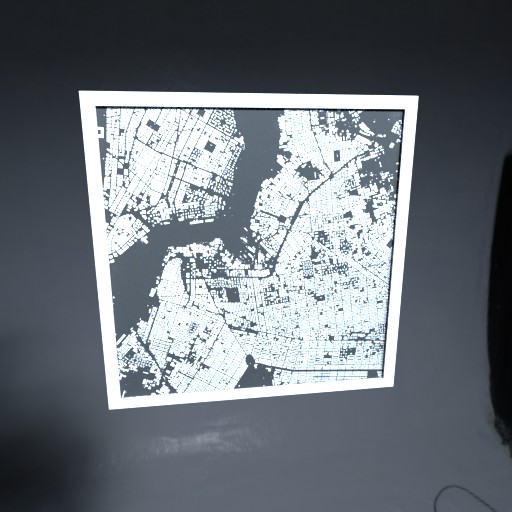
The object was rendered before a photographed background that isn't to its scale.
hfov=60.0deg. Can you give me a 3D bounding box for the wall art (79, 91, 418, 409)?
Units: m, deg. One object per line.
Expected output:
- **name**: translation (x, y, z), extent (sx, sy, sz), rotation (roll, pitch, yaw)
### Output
- **wall art**: translation (0.000, 0.000, 0.737), extent (0.506, 0.506, 0.038), rotation (-2, 15, -8)
